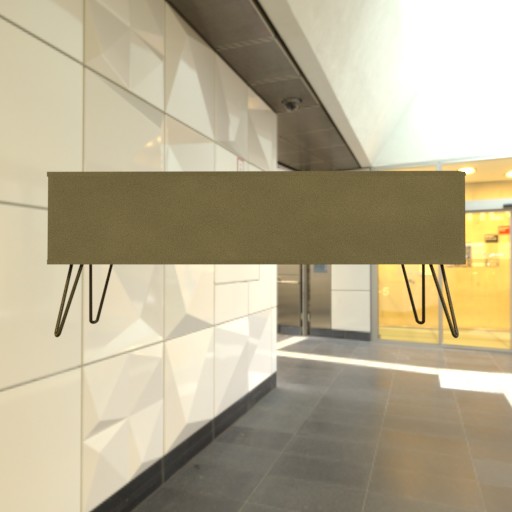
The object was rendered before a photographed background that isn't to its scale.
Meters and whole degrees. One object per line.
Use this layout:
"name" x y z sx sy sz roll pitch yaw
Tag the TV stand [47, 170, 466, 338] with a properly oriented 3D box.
"TV stand" 0.000 0.000 1.676 1.400 0.560 0.400 0 -1 1
